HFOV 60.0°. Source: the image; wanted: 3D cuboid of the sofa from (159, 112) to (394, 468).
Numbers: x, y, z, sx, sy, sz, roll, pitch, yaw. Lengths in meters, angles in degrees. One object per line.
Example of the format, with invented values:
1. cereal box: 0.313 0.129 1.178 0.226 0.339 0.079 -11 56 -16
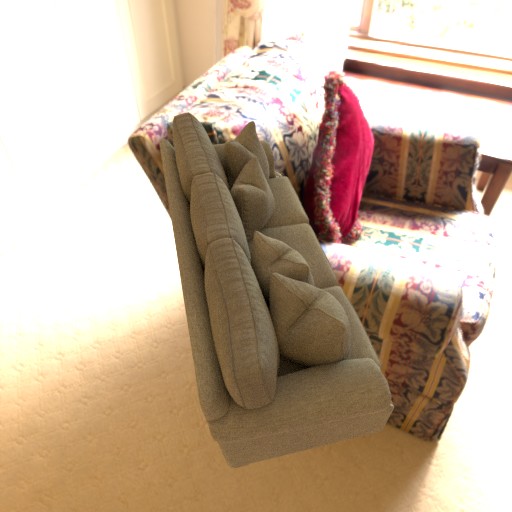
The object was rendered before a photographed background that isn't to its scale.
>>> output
1. sofa: 0.000 0.000 2.797 0.965 0.975 2.312 -9 45 -9
